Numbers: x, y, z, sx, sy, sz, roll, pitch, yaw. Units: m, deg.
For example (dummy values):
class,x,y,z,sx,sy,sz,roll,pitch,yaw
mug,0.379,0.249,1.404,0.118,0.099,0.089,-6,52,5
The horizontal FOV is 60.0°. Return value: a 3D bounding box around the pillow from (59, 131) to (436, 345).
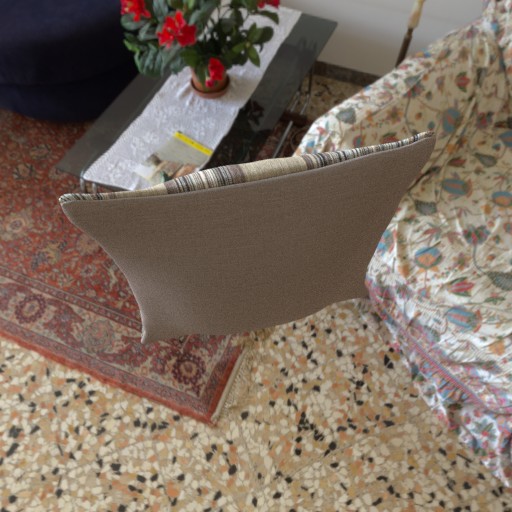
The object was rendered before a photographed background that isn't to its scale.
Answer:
class,x,y,z,sx,sy,sz,roll,pitch,yaw
pillow,0.000,0.000,0.669,0.435,0.416,0.189,-11,60,-7
